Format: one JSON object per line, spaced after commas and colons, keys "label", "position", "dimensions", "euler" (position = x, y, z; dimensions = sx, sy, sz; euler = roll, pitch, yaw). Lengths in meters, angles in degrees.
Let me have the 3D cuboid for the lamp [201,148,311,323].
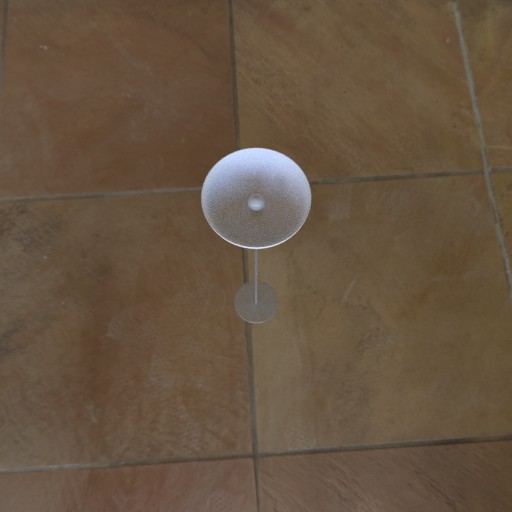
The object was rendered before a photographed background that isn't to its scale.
{"label": "lamp", "position": [0.000, 0.000, 1.990], "dimensions": [0.279, 1.804, 0.425], "euler": [0, 76, 0]}
